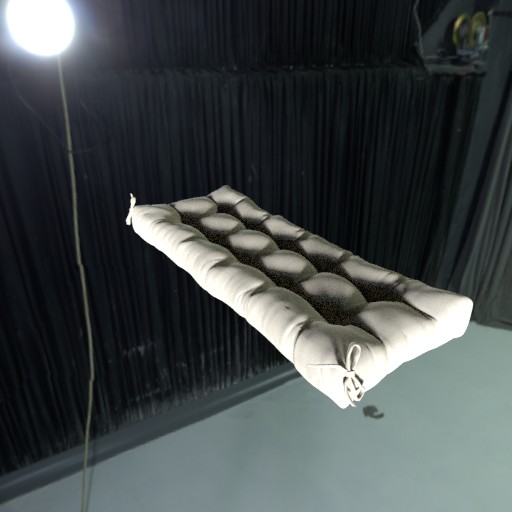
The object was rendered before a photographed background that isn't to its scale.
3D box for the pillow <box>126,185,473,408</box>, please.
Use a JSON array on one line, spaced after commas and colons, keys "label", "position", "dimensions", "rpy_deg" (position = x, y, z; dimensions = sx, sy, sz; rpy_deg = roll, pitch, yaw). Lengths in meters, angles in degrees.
[{"label": "pillow", "position": [0.000, 0.000, 1.364], "dimensions": [0.511, 0.174, 1.194], "rpy_deg": [-18, 31, -31]}]
